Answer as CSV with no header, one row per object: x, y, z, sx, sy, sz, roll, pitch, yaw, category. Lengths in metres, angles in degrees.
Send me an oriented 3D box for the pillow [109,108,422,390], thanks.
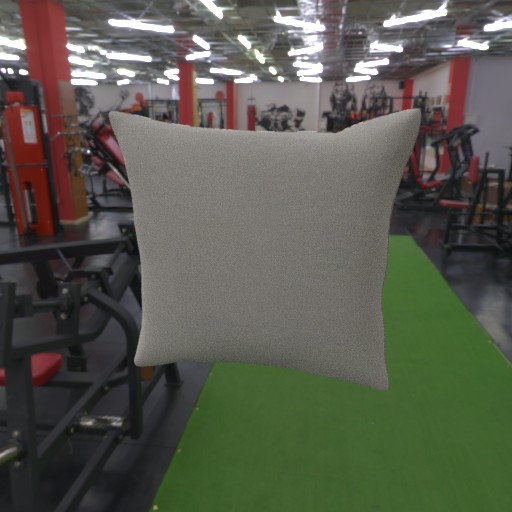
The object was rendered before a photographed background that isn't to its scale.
0.000,0.000,0.638,0.416,0.401,0.173,3,17,10,pillow
